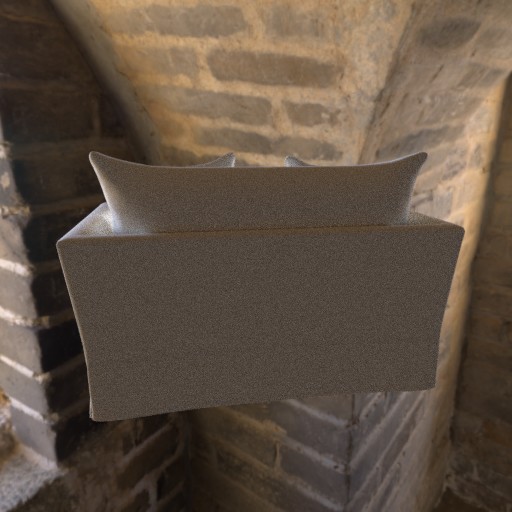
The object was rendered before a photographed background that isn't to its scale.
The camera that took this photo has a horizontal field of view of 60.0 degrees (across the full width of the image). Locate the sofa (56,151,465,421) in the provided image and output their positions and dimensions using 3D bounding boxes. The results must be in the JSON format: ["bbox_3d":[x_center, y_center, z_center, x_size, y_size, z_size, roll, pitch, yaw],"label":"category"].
[{"bbox_3d":[0.000,0.000,2.210,1.608,1.039,1.026,-2,15,-9],"label":"sofa"}]
